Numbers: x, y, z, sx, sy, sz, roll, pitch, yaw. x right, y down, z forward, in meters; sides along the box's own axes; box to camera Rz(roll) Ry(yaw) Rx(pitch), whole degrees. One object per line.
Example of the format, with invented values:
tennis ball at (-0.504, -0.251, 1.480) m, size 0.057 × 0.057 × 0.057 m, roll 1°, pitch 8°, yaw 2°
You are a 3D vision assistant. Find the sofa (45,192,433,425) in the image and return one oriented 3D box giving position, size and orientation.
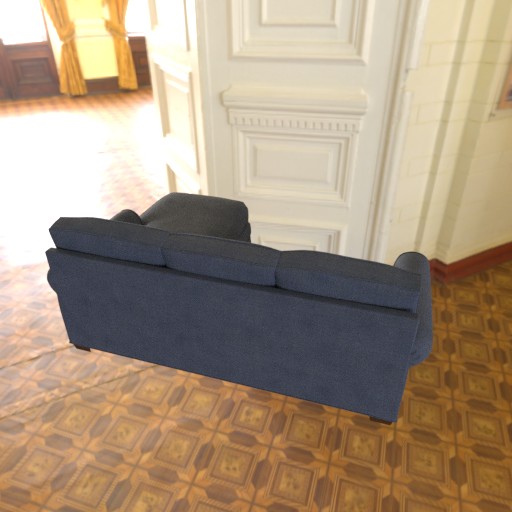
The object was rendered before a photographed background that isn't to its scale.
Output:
sofa at (0.000, 0.000, 3.488) m, size 2.567 × 1.063 × 1.780 m, roll 9°, pitch 33°, yaw 15°
